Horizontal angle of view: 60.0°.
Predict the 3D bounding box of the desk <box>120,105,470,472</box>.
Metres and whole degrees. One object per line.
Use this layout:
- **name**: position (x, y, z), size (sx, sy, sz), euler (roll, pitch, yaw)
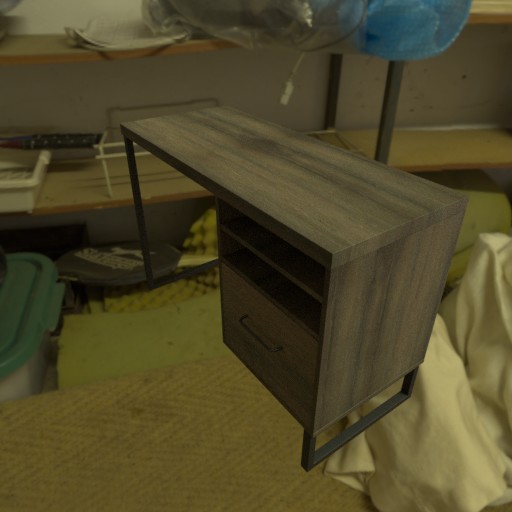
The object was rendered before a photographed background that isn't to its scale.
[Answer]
- **desk**: position (0.000, 0.000, 1.576), size (0.511, 0.752, 1.134), euler (-21, 38, -30)
